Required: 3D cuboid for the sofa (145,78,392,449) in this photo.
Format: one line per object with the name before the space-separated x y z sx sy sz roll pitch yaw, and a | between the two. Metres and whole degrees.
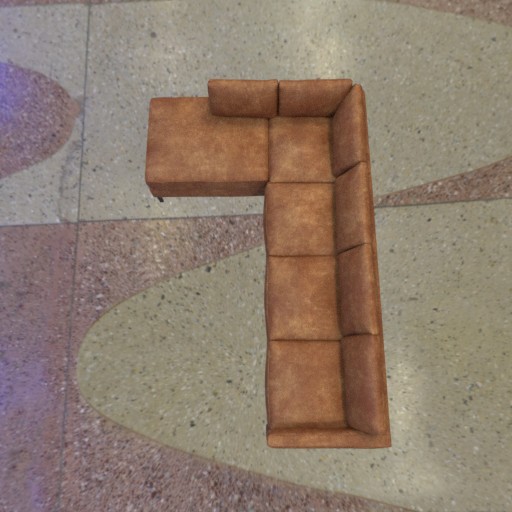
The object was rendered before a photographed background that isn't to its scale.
sofa | 0.000 0.000 3.747 1.938 0.877 2.984 0 76 0
